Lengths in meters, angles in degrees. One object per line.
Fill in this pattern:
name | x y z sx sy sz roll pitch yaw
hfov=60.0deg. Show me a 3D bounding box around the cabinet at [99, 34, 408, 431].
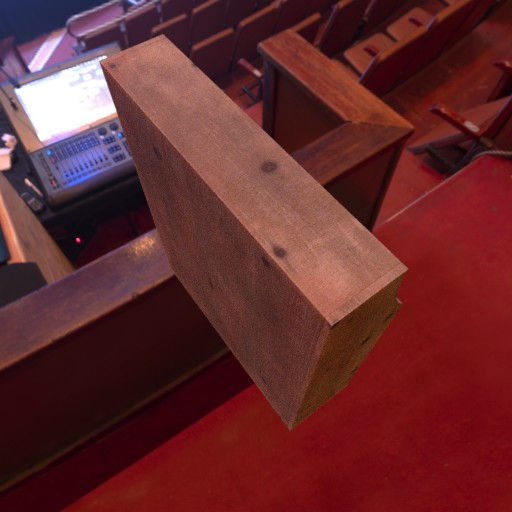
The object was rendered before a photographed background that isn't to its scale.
cabinet | 0.000 0.000 0.800 0.184 0.590 0.489 -33 65 -18
